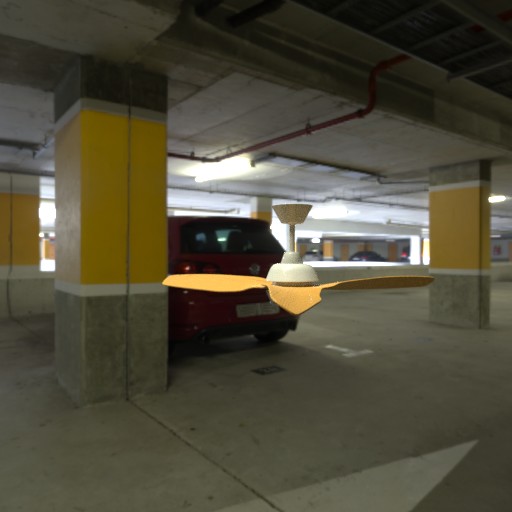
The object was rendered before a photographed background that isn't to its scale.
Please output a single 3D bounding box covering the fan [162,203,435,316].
[{"bbox_3d":[0.000,0.000,1.649,1.010,0.355,1.142,0,0,35],"label":"fan"}]
